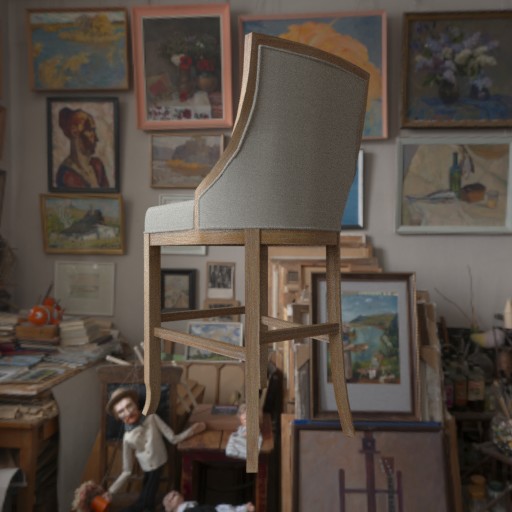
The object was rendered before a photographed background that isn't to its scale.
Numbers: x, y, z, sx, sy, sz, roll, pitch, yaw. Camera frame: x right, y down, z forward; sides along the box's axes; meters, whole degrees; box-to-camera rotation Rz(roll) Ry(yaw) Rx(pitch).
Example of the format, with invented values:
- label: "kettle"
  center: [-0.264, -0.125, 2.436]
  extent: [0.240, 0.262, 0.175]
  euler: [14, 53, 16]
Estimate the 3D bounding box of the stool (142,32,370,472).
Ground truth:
- label: "stool"
  center: [0.000, 0.000, 1.434]
  extent: [0.524, 1.101, 0.626]
  euler: [0, 1, -36]
